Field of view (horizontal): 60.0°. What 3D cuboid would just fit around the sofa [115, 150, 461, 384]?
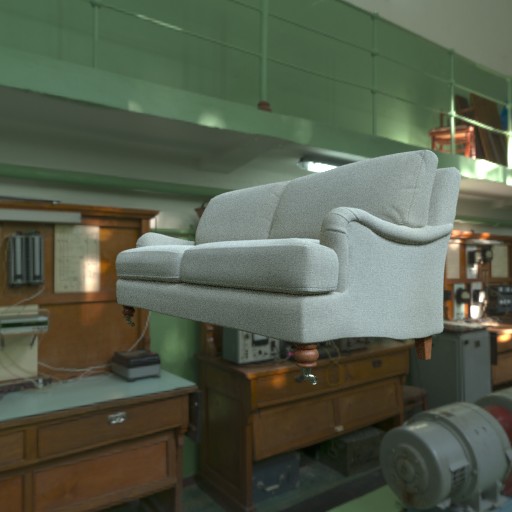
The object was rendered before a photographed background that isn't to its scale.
[{"bbox_3d":[0.000,0.000,2.687,1.091,0.997,2.070,1,-1,-36],"label":"sofa"}]
